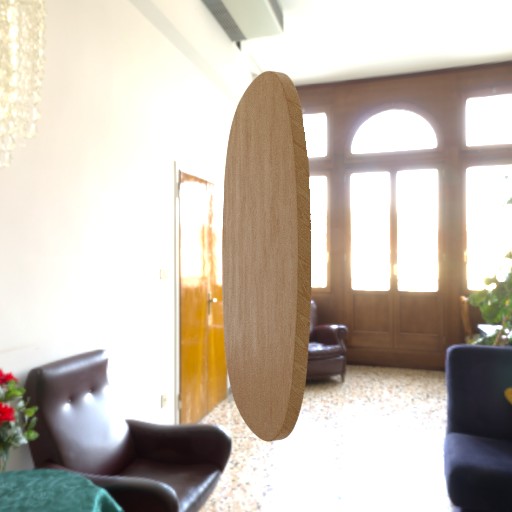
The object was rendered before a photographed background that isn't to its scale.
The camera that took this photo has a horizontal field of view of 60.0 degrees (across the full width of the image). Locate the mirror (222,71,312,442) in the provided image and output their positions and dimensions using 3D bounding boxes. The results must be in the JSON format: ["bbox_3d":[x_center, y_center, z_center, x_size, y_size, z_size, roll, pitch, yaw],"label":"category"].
[{"bbox_3d":[0.000,0.000,1.379,0.037,1.075,0.724,0,-1,-19],"label":"mirror"}]
